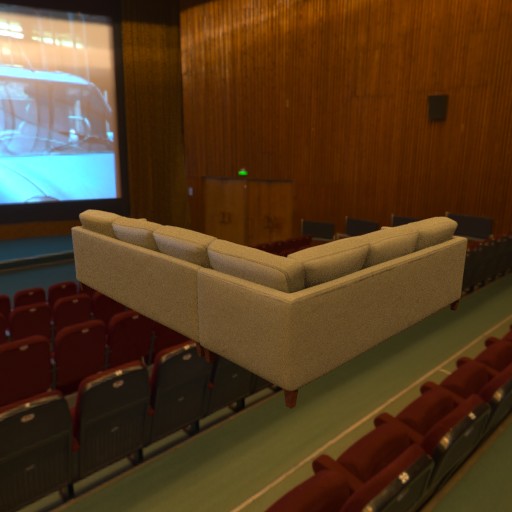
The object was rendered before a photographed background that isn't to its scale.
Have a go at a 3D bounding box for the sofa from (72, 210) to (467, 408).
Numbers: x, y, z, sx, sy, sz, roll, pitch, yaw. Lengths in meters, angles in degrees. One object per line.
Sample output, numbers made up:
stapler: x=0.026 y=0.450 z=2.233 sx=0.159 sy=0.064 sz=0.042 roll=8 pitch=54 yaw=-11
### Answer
sofa: x=0.000 y=0.000 z=4.620 sx=2.592 sy=0.947 sz=3.301 roll=-13 pitch=19 yaw=-42
